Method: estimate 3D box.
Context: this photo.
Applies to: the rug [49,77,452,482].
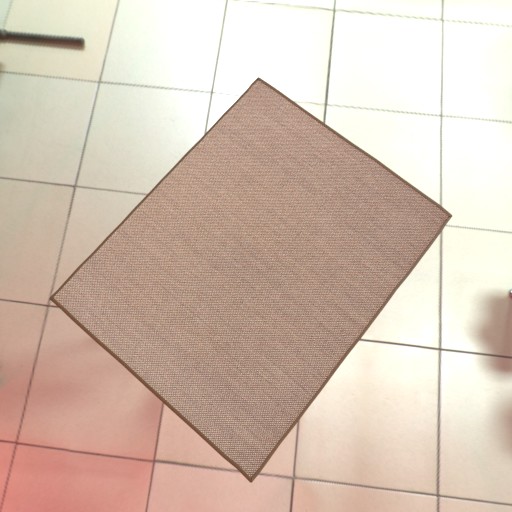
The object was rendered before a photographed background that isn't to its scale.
[{"bbox_3d":[0.000,0.000,4.137,2.413,0.020,3.041,39,79,9],"label":"rug"}]
